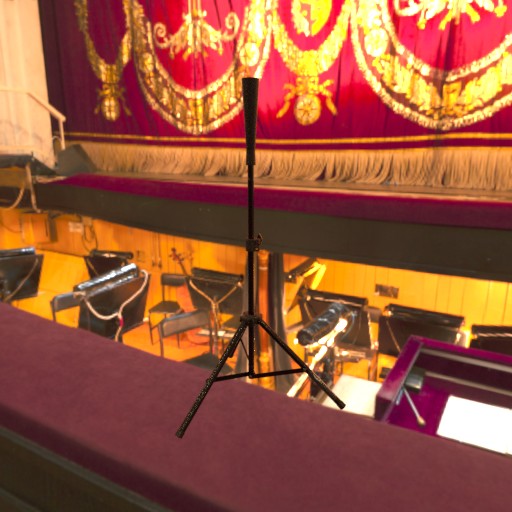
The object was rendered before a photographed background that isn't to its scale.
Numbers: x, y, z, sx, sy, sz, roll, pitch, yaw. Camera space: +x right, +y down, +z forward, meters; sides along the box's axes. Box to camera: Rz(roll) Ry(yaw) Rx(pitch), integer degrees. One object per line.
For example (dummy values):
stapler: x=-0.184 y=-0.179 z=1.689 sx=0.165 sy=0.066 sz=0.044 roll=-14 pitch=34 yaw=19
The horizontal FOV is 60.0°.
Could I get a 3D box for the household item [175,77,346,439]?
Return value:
household item: x=0.000 y=0.000 z=1.401 sx=0.559 sy=1.067 sz=0.559 roll=7 pitch=16 yaw=27
